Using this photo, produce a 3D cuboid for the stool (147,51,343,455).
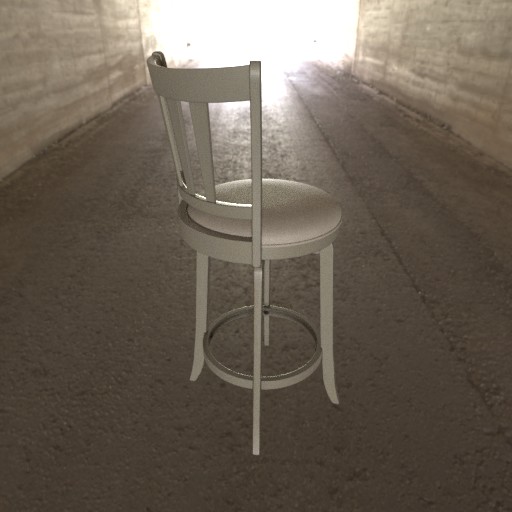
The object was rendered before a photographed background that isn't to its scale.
[{"bbox_3d":[0.000,0.000,1.250,0.475,1.042,0.436,-19,33,-32],"label":"stool"}]
